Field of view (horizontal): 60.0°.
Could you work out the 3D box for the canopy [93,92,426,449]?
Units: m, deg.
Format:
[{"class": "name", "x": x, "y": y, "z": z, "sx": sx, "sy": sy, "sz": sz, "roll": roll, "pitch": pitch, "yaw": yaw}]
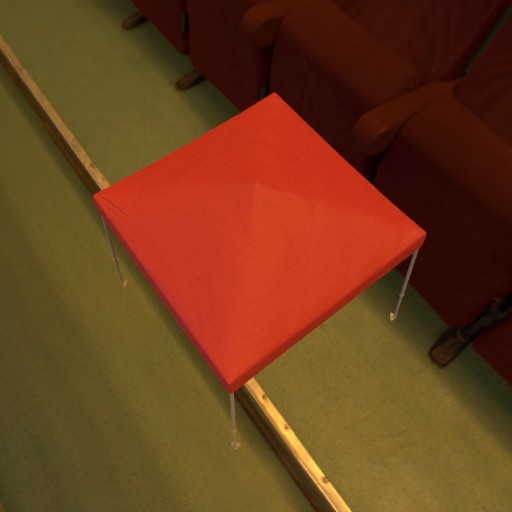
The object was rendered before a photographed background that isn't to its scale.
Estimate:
[{"class": "canopy", "x": 0.000, "y": 0.000, "z": 6.520, "sx": 3.599, "sy": 3.600, "sz": 3.600, "roll": -34, "pitch": 68, "yaw": -16}]
